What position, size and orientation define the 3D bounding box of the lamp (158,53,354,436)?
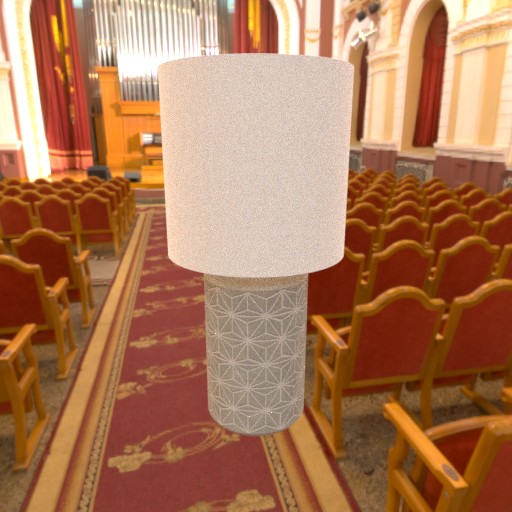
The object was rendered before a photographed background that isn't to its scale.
[{"bbox_3d":[0.000,0.000,0.532,0.206,0.416,0.206,-3,16,-10],"label":"lamp"}]
